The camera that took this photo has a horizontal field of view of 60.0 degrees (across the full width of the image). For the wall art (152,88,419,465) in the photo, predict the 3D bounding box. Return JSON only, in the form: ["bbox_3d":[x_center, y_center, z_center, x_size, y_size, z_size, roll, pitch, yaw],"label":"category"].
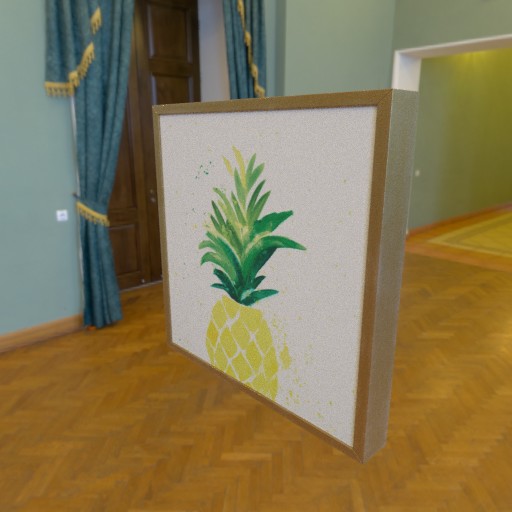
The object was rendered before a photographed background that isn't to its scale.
[{"bbox_3d":[0.000,0.000,0.459,0.038,0.305,0.306,-15,22,-42],"label":"wall art"}]
